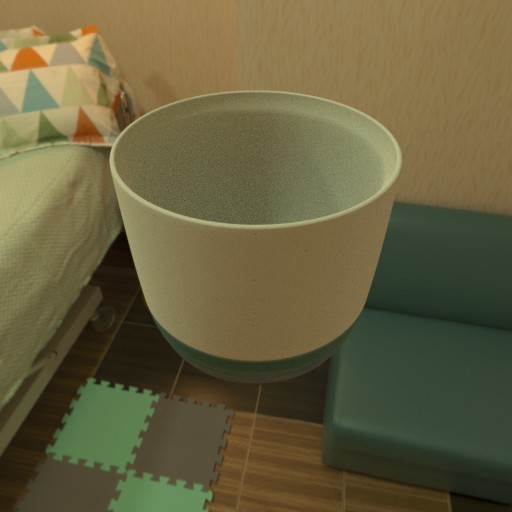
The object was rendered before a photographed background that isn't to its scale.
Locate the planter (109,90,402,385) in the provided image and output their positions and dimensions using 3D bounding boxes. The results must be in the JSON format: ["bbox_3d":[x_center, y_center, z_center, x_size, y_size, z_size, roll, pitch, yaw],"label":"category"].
[{"bbox_3d":[0.000,0.000,0.386,0.204,0.214,0.204,0,41,0],"label":"planter"}]
